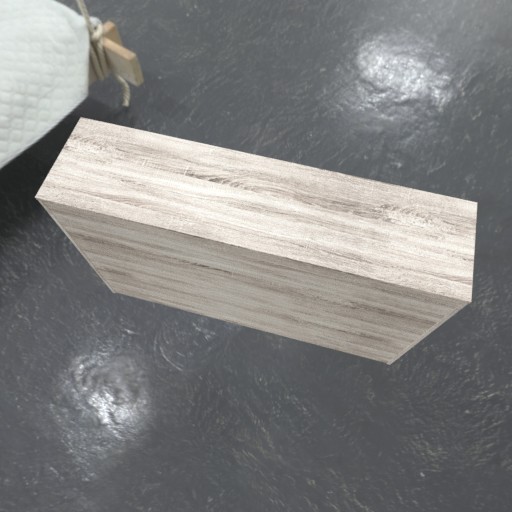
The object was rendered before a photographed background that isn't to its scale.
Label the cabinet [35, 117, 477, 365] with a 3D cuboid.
[{"bbox_3d":[0.000,0.000,1.905,1.450,0.900,0.380,14,65,6],"label":"cabinet"}]
